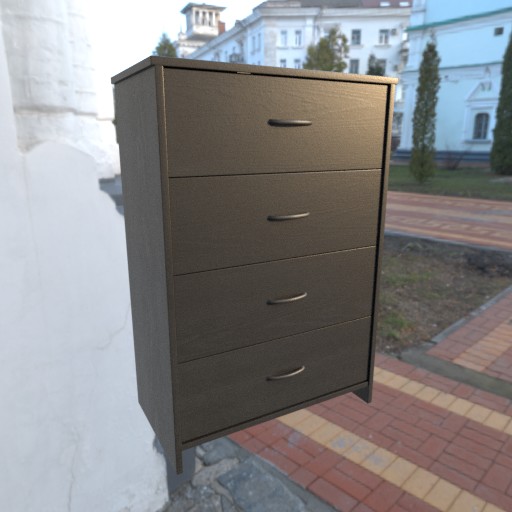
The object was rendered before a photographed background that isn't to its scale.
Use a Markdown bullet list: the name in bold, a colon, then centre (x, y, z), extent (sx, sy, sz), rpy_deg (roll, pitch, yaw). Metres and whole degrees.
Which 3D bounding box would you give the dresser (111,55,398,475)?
- **dresser**: centre (0.000, 0.000, 1.353), extent (0.700, 1.020, 0.398), rpy_deg (-8, 17, -28)
